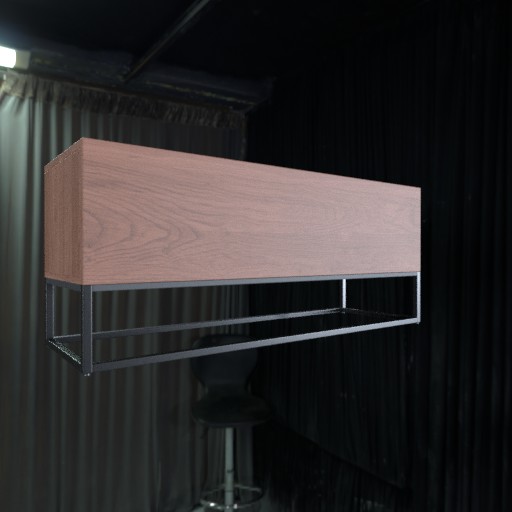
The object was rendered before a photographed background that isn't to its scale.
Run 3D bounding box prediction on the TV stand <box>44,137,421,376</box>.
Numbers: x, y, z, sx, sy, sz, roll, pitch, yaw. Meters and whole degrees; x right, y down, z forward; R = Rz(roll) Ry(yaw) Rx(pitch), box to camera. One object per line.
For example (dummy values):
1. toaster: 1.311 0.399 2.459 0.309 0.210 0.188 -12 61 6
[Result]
1. TV stand: 0.000 0.000 1.446 1.200 0.500 0.415 0 0 -36
